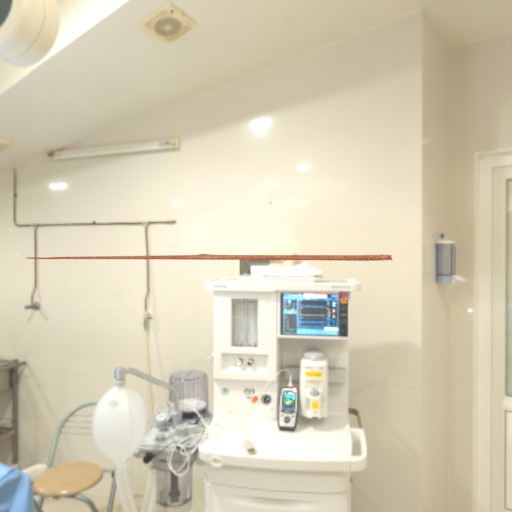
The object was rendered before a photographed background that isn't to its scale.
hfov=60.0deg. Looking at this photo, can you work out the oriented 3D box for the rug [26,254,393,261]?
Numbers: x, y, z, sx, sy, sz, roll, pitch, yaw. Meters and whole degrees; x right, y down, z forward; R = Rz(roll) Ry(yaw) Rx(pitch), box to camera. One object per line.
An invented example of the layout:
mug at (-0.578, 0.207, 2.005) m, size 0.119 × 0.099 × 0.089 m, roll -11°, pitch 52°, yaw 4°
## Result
rug at (0.000, 0.000, 4.244) m, size 2.489 × 0.030 × 3.086 m, roll 0°, pitch 0°, yaw 17°
